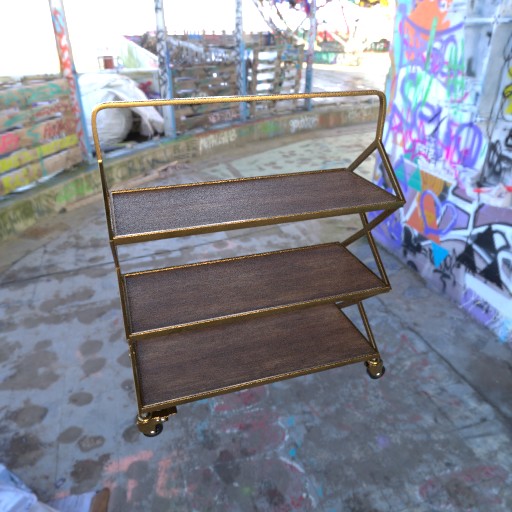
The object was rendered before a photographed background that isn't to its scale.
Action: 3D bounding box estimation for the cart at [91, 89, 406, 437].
[{"bbox_3d":[0.000,0.000,1.172,0.723,0.805,0.313,-9,29,-16],"label":"cart"}]
